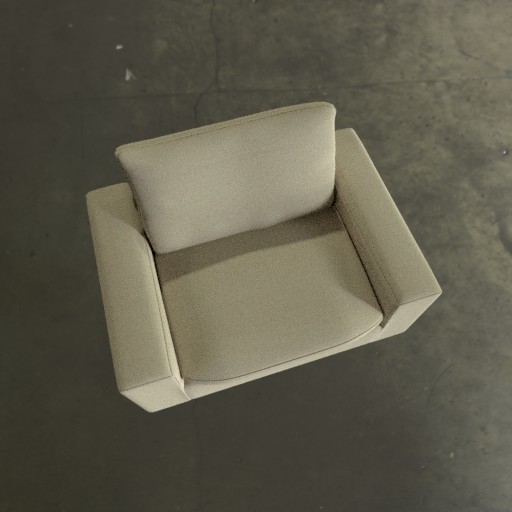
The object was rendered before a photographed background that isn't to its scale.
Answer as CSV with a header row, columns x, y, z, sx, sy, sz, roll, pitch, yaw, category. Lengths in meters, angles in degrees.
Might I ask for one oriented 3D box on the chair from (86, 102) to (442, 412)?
x,y,z,sx,sy,sz,roll,pitch,yaw,category
0.000,0.000,2.079,1.398,0.915,1.039,-16,64,-8,chair
